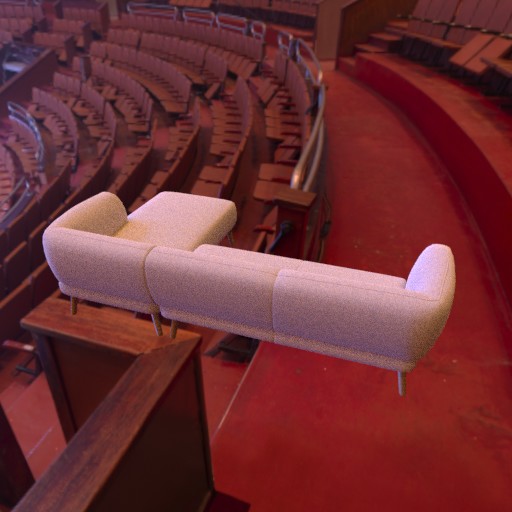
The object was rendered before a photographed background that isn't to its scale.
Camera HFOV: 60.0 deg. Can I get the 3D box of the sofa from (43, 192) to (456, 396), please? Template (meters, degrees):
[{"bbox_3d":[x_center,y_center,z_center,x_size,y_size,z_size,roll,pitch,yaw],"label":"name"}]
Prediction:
[{"bbox_3d":[0.000,0.000,3.343,2.660,0.730,1.610,10,32,16],"label":"sofa"}]
